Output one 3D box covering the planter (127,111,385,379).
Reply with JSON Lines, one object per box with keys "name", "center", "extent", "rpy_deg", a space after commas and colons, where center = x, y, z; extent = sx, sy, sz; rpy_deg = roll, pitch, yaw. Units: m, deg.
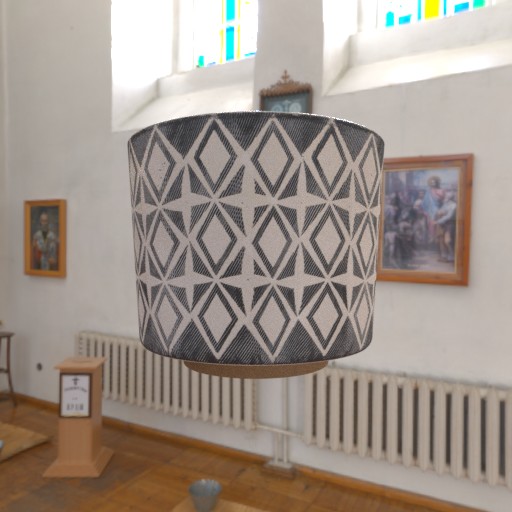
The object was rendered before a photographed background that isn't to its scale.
{"name": "planter", "center": [0.000, 0.000, 0.466], "extent": [0.260, 0.220, 0.260], "rpy_deg": [0, -1, 0]}
